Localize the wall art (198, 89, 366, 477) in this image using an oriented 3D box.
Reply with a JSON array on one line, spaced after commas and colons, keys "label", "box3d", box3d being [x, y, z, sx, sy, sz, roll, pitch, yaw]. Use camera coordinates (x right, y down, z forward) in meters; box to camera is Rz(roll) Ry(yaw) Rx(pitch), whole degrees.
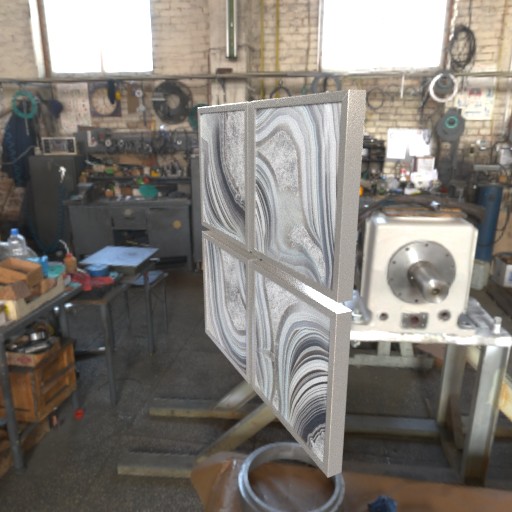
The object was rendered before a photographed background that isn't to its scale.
[{"label": "wall art", "box3d": [0.000, 0.000, 0.928, 0.029, 0.611, 0.611, -8, 18, -25]}]
